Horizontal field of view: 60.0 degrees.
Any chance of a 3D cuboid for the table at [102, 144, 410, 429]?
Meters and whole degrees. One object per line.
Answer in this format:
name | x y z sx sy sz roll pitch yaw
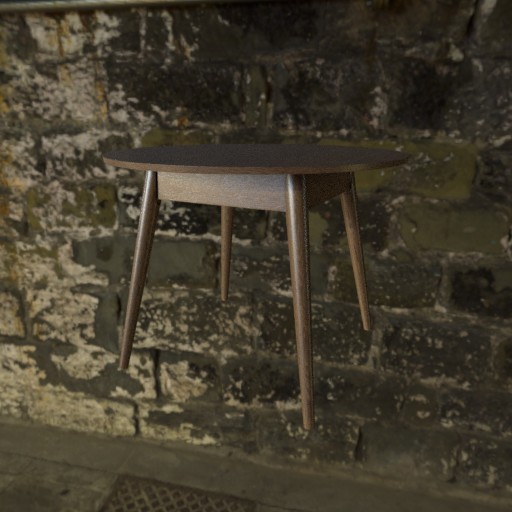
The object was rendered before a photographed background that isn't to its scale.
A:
table | 0.000 0.000 1.714 1.053 0.786 1.053 0 17 0
